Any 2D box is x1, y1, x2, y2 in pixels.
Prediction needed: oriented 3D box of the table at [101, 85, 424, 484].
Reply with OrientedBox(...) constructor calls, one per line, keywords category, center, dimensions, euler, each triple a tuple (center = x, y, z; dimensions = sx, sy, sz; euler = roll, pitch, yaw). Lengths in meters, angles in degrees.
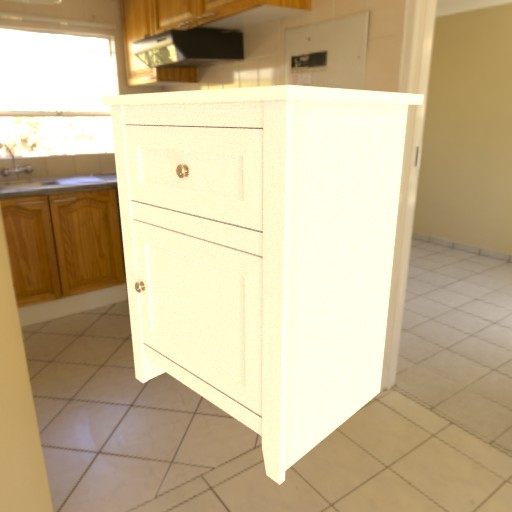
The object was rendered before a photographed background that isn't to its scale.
OrientedBox(category="table", center=(0.000, 0.000, 0.931), dimensions=(0.480, 0.635, 0.381), euler=(17, 24, 42))
